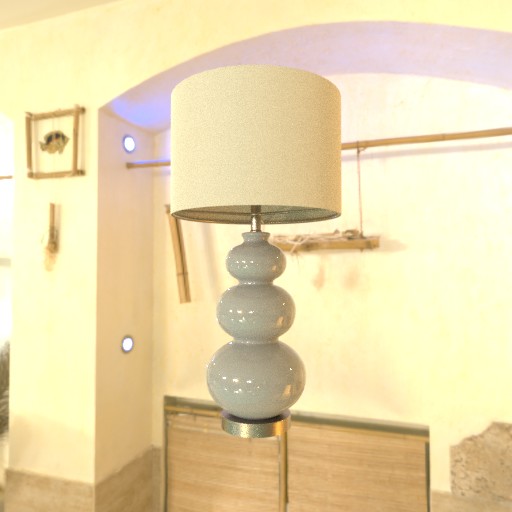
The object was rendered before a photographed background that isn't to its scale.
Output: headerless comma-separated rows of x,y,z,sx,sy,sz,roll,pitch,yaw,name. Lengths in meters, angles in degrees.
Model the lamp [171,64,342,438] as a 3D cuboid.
0.000,0.000,0.966,0.367,0.730,0.367,0,-2,18,lamp
